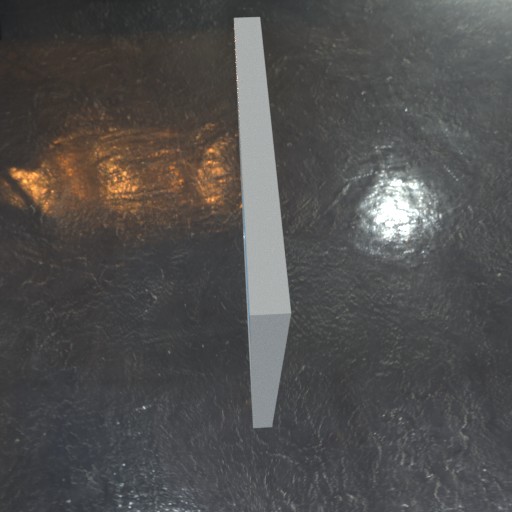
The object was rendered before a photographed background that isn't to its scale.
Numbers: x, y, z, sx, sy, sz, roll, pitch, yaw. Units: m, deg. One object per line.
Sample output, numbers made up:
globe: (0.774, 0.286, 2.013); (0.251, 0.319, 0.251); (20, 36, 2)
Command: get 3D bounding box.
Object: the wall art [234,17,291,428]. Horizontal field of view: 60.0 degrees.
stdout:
wall art: (0.000, 0.000, 0.746); (0.037, 0.554, 0.453); (-3, 59, -2)
